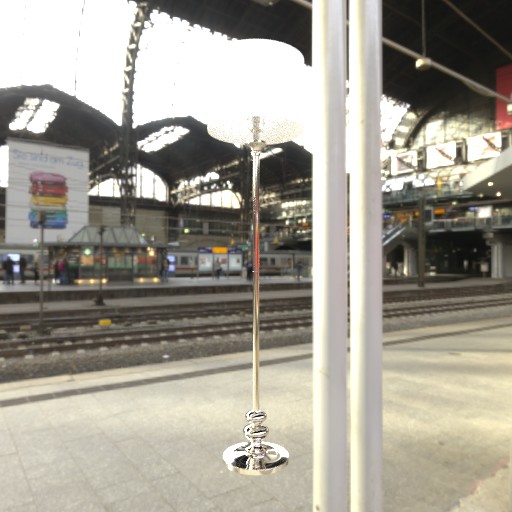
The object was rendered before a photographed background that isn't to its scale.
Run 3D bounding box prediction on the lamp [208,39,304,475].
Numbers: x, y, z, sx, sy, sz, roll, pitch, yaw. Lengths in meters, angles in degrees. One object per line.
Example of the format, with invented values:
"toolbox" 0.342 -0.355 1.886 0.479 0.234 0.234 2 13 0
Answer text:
"lamp" 0.000 0.000 1.634 0.356 1.487 0.356 1 -1 -36
